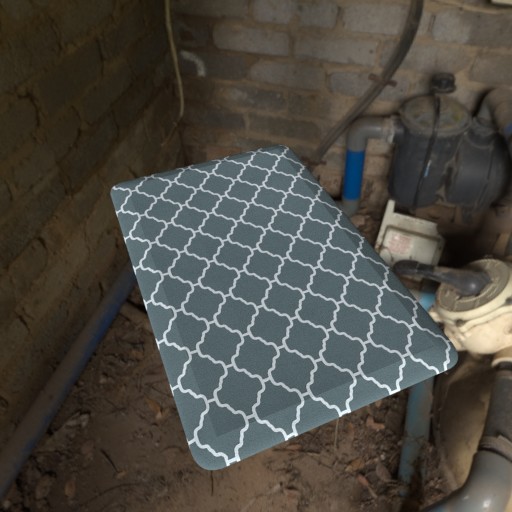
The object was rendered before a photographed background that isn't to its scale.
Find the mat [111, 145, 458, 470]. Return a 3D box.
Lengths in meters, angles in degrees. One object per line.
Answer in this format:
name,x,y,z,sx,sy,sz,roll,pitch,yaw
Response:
mat,0.000,0.000,0.968,0.508,0.021,0.762,-17,50,-15
